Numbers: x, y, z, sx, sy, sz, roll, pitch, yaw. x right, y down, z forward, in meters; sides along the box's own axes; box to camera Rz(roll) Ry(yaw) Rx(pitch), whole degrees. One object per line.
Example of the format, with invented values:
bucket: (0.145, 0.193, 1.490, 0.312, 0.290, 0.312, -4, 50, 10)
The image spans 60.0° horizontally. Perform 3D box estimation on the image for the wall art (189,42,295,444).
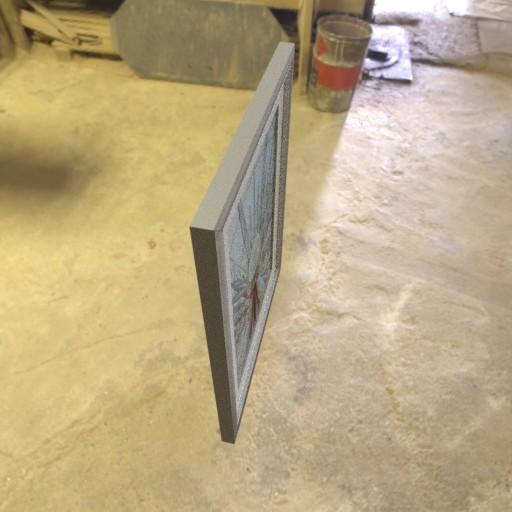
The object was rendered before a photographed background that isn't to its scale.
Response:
wall art: (0.000, 0.000, 0.785, 0.029, 0.558, 0.458, 10, 48, 9)
